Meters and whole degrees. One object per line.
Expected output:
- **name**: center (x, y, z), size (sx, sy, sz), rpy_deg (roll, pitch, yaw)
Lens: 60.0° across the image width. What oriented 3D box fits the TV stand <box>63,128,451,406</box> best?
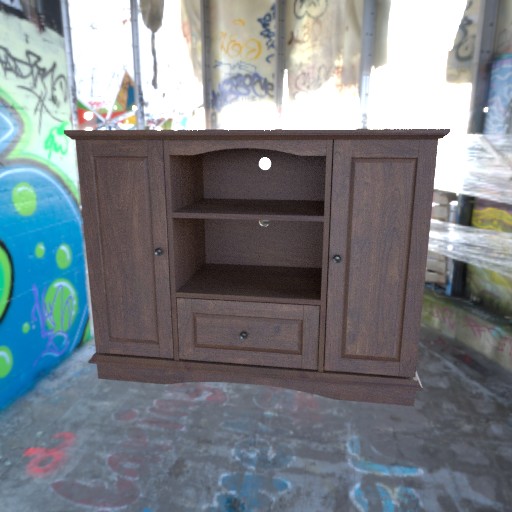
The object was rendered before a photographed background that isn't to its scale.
- **TV stand**: center (0.000, 0.000, 1.498), size (1.067, 0.813, 0.406), rpy_deg (2, 15, 9)
